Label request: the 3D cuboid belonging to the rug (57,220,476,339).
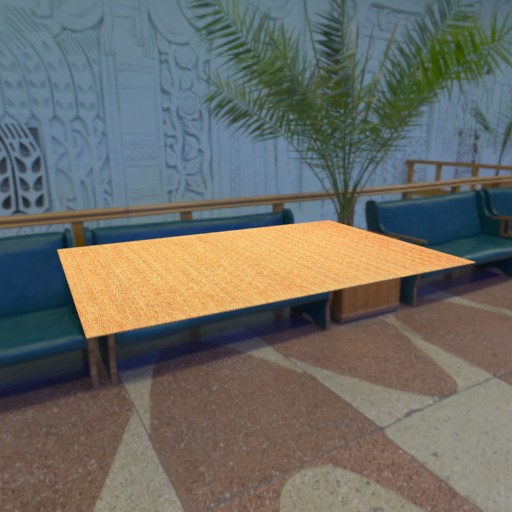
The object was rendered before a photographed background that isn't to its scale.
[{"bbox_3d":[0.000,0.000,2.898,2.285,0.006,1.524,-8,18,-26],"label":"rug"}]
